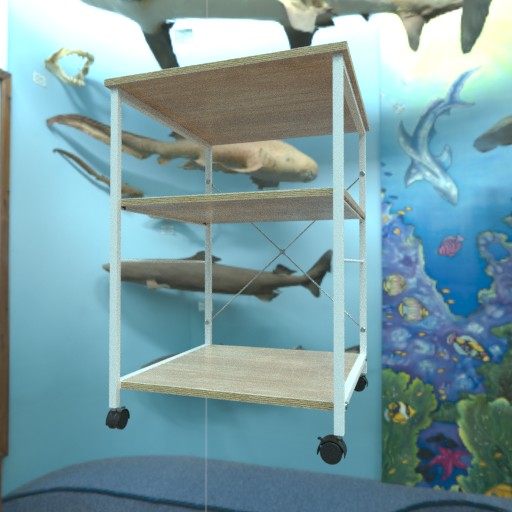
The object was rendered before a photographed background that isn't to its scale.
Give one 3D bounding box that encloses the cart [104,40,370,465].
[{"bbox_3d":[0.000,0.000,1.116,0.521,0.762,0.520,0,-1,19],"label":"cart"}]
